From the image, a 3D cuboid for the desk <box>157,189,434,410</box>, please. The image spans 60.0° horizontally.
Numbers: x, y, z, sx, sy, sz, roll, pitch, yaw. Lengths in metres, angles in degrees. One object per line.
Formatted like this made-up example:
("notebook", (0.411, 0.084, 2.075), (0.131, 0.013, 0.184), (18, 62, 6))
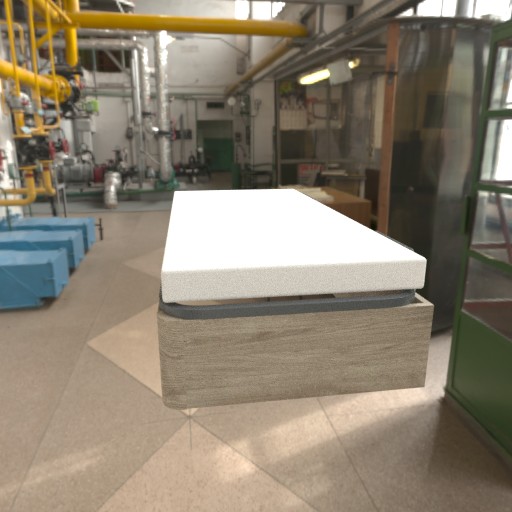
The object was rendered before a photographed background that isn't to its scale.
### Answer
("desk", (0.000, 0.000, 2.303), (0.900, 0.455, 1.900), (-2, 16, -9))
